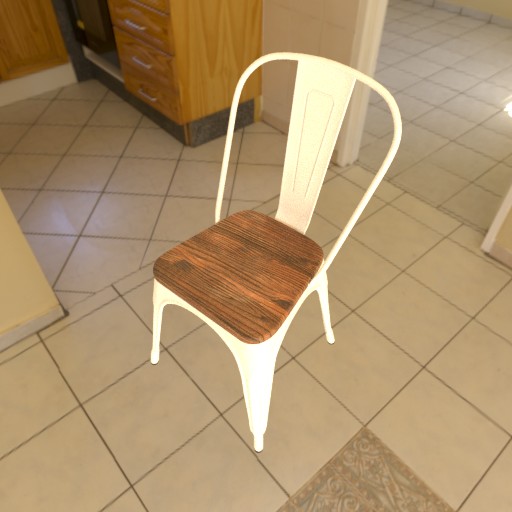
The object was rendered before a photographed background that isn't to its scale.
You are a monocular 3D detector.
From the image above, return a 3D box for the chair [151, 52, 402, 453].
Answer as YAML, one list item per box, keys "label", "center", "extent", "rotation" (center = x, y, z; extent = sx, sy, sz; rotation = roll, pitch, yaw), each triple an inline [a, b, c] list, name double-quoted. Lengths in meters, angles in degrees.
- label: "chair"
  center: [0.000, 0.000, 1.153]
  extent: [0.452, 0.851, 0.521]
  rotation: [30, 53, 27]
